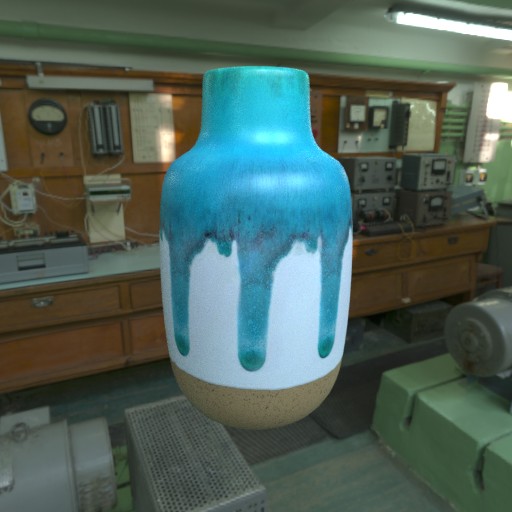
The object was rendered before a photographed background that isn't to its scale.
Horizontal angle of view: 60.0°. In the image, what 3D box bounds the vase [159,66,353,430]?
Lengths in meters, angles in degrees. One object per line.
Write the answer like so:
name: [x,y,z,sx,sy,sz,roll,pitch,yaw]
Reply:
vase: [0.000,0.000,0.249,0.106,0.192,0.106,0,16,0]
